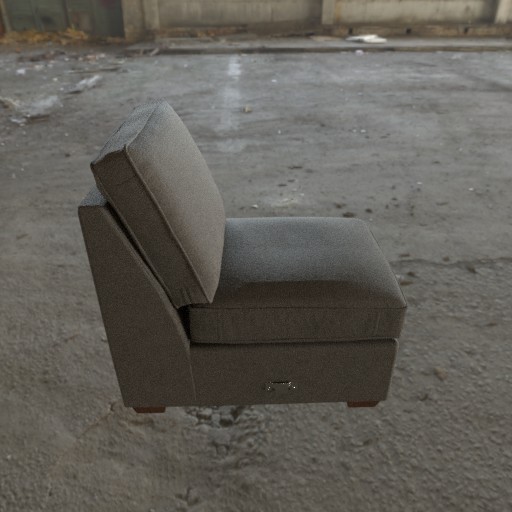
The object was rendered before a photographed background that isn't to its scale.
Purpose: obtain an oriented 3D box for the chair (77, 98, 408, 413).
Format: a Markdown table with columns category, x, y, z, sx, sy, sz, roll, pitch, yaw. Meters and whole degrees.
| category | x | y | z | sx | sy | sz | roll | pitch | yaw |
| --- | --- | --- | --- | --- | --- | --- | --- | --- | --- |
| chair | 0.000 | 0.000 | 1.564 | 0.938 | 0.970 | 0.621 | -1 | 31 | -1 |
